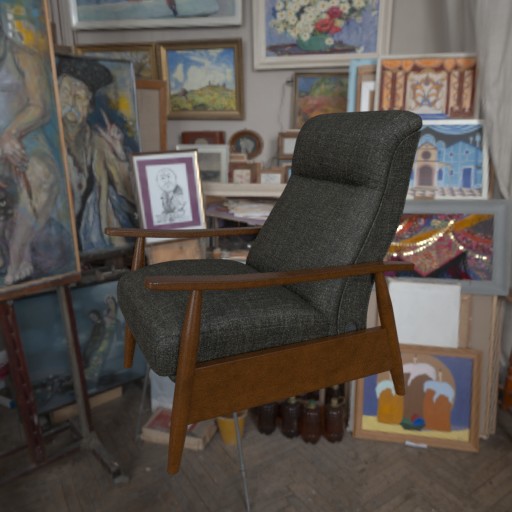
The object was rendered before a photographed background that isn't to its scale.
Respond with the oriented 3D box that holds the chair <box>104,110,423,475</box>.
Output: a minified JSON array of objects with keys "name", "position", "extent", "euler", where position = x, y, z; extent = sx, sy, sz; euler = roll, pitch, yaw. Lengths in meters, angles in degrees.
[{"name":"chair","position":[0.000,0.000,1.723],"extent":[1.014,1.082,0.762],"euler":[-8,18,-26]}]
